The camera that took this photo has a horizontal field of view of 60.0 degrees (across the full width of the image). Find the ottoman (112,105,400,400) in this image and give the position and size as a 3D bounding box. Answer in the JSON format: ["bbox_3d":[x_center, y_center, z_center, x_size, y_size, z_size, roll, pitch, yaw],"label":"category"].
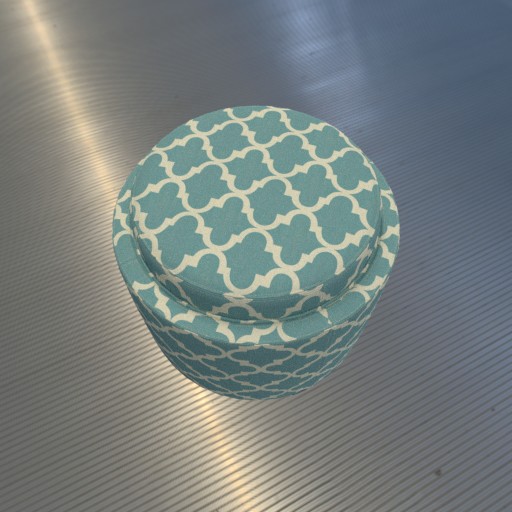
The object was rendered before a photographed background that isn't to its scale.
[{"bbox_3d":[0.000,0.000,0.854,0.480,0.429,0.480,0,58,0],"label":"ottoman"}]
